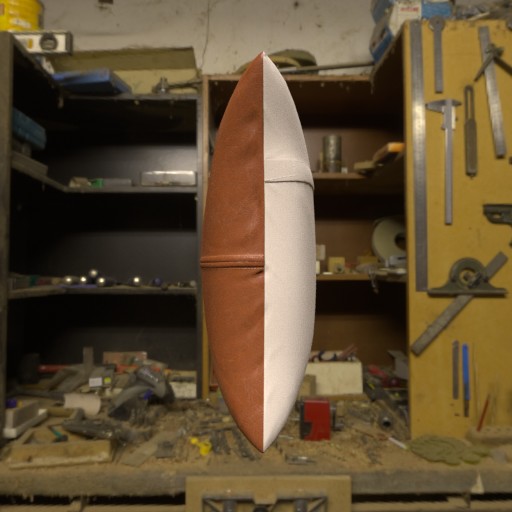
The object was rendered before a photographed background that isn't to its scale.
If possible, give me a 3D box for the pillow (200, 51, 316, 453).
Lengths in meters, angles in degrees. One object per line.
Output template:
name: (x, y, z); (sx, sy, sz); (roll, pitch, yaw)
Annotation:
pillow: (0.000, 0.000, 0.767); (0.192, 0.477, 0.501); (0, -1, 0)
